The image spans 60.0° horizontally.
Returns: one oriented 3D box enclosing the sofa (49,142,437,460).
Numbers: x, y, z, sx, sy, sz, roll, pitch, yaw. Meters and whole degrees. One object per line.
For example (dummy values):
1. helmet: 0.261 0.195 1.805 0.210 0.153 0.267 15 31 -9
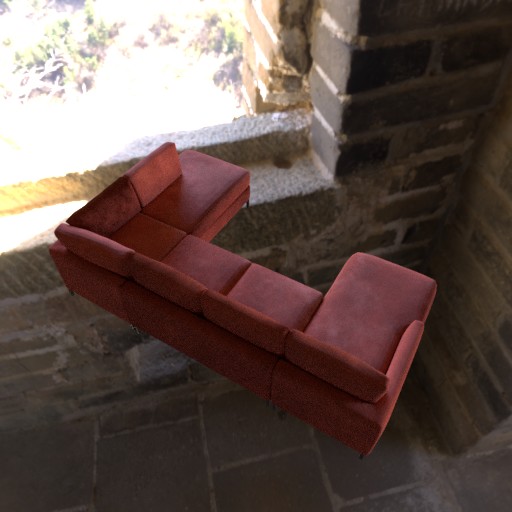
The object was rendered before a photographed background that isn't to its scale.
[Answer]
1. sofa: 0.000 0.000 3.879 2.971 0.858 1.981 24 52 20
